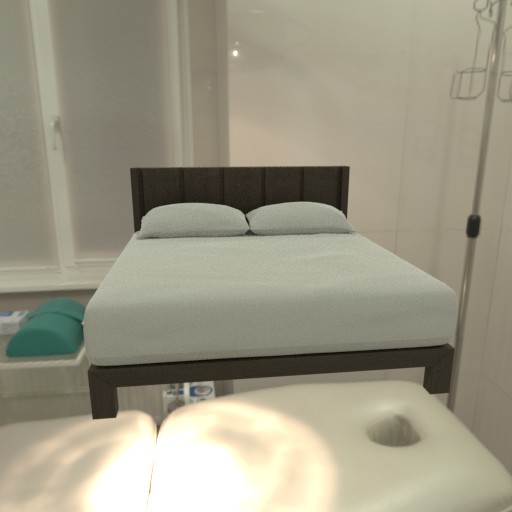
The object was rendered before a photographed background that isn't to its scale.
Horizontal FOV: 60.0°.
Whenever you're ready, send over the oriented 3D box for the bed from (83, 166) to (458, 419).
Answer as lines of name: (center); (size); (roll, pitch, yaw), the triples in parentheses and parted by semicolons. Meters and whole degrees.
bed: (0.000, 0.000, 3.502); (2.143, 1.261, 2.238); (-2, 15, -7)
